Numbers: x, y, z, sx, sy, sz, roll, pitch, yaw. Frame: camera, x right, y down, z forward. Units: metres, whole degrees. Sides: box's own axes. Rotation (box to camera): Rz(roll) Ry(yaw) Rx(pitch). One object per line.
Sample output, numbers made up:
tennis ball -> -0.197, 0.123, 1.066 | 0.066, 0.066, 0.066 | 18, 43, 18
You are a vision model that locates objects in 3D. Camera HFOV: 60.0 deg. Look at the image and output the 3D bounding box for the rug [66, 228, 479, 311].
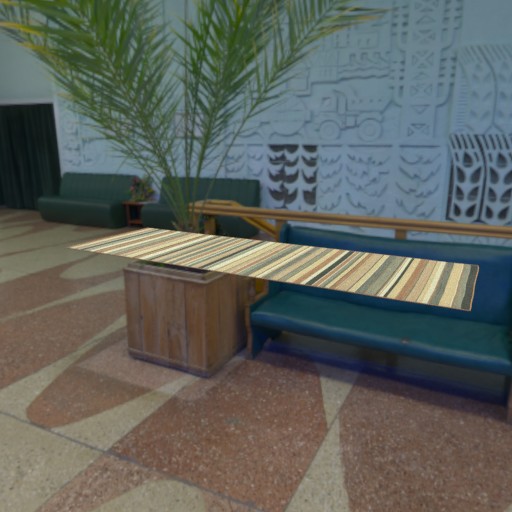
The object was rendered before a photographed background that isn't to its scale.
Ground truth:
rug -> 0.000, 0.000, 2.728 | 2.444, 0.010, 0.799 | 8, 16, 27
